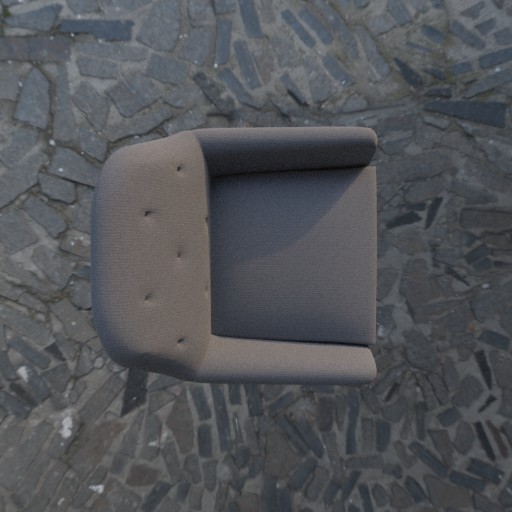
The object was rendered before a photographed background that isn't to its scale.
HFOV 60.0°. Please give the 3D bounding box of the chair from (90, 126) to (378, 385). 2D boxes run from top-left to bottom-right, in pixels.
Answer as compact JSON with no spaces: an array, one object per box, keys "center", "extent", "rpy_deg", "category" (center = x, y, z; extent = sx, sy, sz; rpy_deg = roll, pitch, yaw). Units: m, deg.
[{"center":[0.000,0.000,1.425],"extent":[0.779,0.800,0.770],"rpy_deg":[0,91,0],"category":"chair"}]
